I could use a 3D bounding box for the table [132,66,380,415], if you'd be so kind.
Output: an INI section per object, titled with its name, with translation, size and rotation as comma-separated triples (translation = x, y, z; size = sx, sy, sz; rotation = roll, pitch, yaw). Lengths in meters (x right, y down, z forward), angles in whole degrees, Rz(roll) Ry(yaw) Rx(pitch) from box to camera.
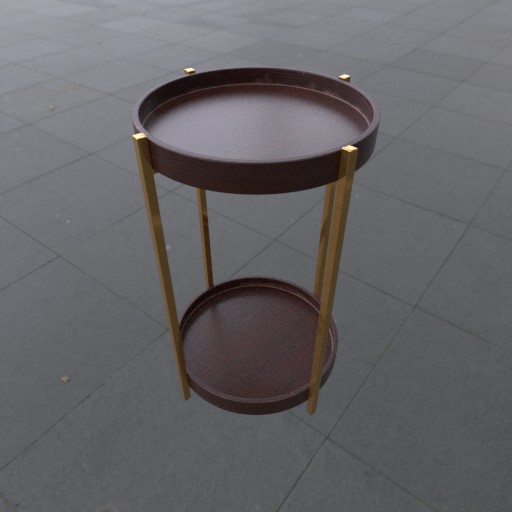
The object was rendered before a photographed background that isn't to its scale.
[table]
translation = 0.000, 0.000, 0.867
size = 0.400, 0.610, 0.400
rotation = -26, 47, -28
